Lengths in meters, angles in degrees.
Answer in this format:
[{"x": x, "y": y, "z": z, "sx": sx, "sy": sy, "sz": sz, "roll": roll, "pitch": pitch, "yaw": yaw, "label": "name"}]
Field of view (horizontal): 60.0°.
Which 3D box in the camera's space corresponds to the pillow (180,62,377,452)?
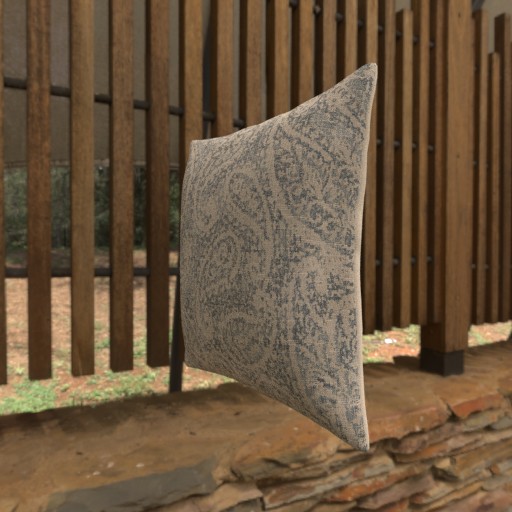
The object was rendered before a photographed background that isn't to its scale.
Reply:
[{"x": 0.000, "y": 0.000, "z": 0.789, "sx": 0.166, "sy": 0.510, "sz": 0.523, "roll": 0, "pitch": 1, "yaw": -36, "label": "pillow"}]
